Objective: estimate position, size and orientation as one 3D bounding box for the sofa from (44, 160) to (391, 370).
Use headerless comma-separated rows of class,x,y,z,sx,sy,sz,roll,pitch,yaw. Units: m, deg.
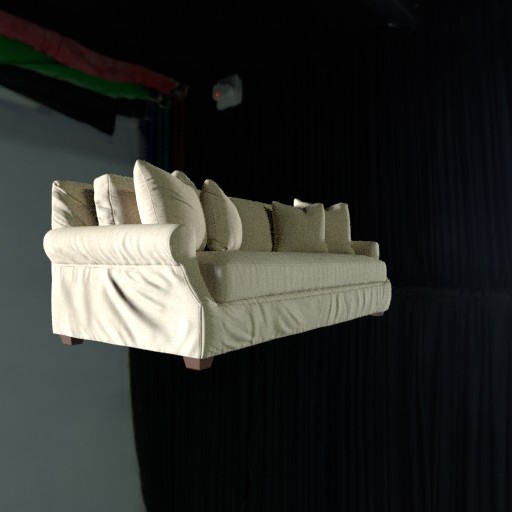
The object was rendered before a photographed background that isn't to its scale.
sofa,0.000,0.000,2.833,1.067,0.904,2.285,0,-1,35
